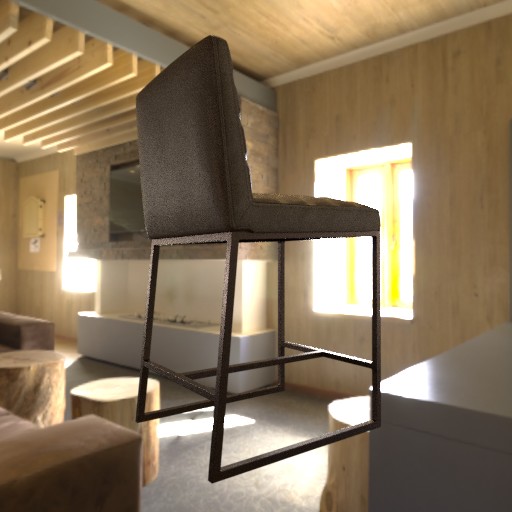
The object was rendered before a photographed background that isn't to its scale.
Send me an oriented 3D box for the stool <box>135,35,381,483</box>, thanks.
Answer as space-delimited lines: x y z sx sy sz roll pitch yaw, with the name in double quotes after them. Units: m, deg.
0.000 0.000 1.251 0.562 0.946 0.463 0 -1 -36 "stool"
